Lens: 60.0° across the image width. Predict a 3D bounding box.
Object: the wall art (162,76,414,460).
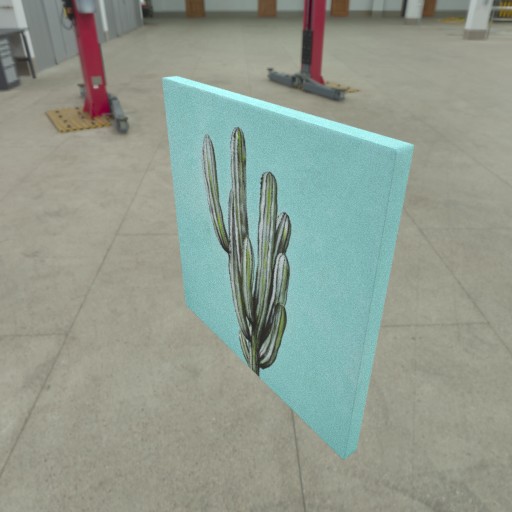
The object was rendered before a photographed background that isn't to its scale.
[{"bbox_3d":[0.000,0.000,1.138,0.054,0.766,0.765,-22,38,-31],"label":"wall art"}]
